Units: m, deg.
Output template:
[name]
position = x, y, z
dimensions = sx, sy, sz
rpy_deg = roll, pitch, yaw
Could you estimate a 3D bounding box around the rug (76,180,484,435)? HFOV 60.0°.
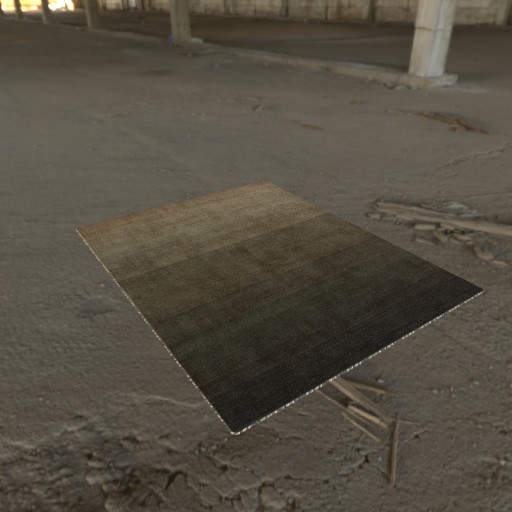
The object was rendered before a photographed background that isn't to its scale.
[rug]
position = 0.000, 0.000, 3.880
dimensions = 2.306, 0.017, 2.902
rpy_deg = -19, 35, -30
